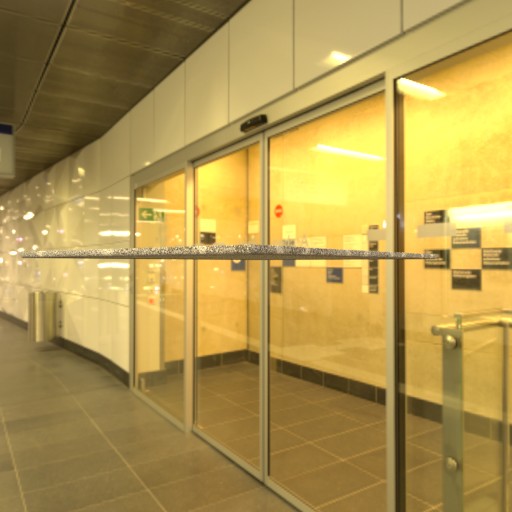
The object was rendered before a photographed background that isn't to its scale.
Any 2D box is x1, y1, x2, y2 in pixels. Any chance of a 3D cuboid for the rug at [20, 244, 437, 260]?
[{"bbox_3d":[0.000,0.000,2.063,1.200,0.025,1.600,-1,-1,37],"label":"rug"}]
